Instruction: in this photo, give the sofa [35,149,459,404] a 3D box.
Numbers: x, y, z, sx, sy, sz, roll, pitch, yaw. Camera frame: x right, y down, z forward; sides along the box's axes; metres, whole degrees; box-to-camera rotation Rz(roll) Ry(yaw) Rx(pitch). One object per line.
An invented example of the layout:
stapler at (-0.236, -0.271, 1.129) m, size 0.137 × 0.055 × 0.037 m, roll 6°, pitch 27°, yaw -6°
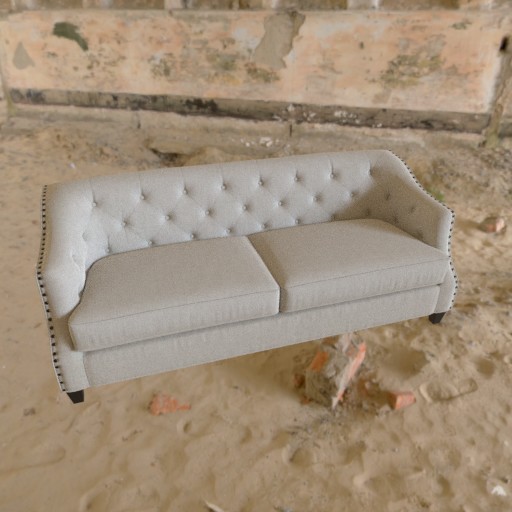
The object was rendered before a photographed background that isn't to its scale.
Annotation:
sofa at (0.000, 0.000, 2.602) m, size 2.235 × 0.901 × 0.914 m, roll -9°, pitch 32°, yaw -15°
